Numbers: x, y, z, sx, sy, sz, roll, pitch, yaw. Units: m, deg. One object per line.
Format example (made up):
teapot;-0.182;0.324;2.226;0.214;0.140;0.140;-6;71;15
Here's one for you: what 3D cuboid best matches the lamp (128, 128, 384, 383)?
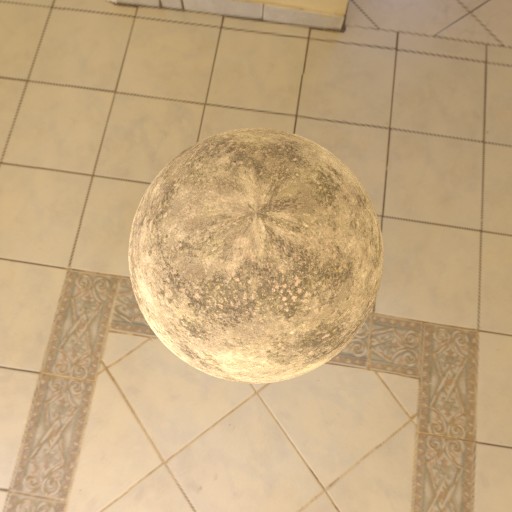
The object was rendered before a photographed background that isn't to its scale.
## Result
lamp;0.000;0.000;0.763;0.422;0.429;0.422;0;75;0
